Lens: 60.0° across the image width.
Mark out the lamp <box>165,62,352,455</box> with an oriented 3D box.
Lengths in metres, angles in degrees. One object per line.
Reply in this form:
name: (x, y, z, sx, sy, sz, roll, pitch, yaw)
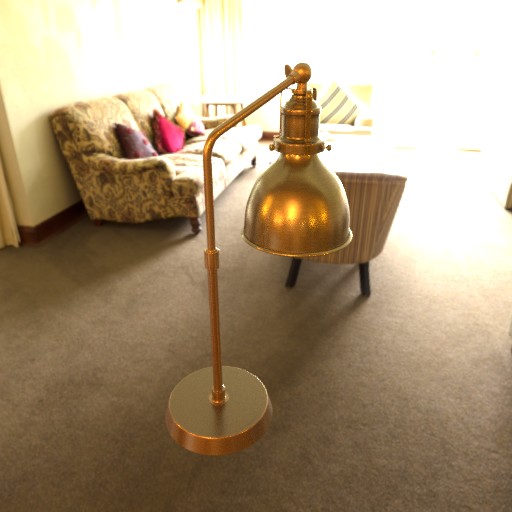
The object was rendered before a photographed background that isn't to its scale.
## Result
lamp: (0.000, 0.000, 0.573, 0.286, 0.456, 0.153, -19, 32, -33)
